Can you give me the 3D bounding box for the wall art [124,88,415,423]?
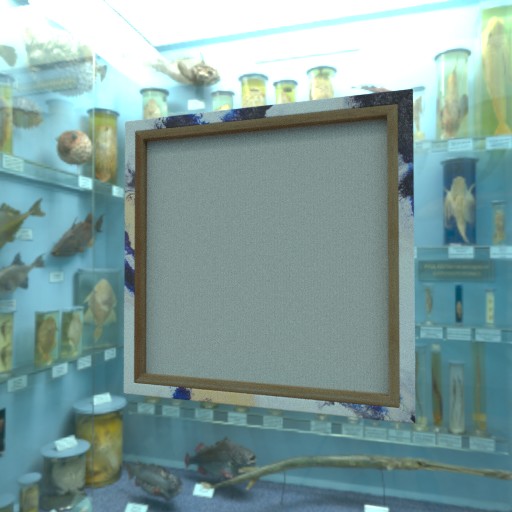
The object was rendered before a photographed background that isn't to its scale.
[{"bbox_3d":[0.000,0.000,1.320,0.887,0.885,0.038,0,-1,18],"label":"wall art"}]
